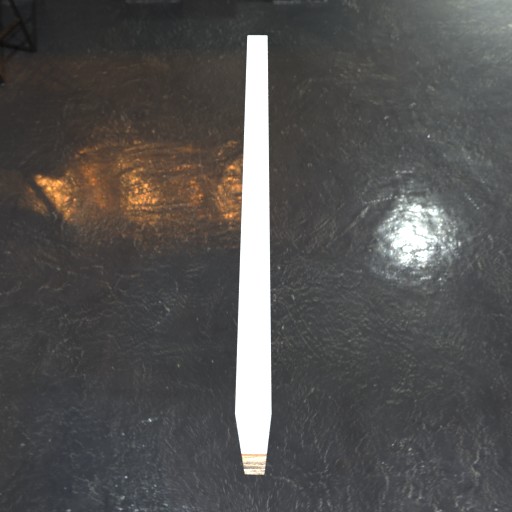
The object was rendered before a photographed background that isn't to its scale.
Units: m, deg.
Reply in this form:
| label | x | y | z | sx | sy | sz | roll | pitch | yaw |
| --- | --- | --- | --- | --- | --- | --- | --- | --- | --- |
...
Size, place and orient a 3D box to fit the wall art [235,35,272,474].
| label | x | y | z | sx | sy | sz | roll | pitch | yaw |
| --- | --- | --- | --- | --- | --- | --- | --- | --- | --- |
| wall art | 0.000 | 0.000 | 1.109 | 0.050 | 0.610 | 0.914 | 0 | 57 | 0 |
